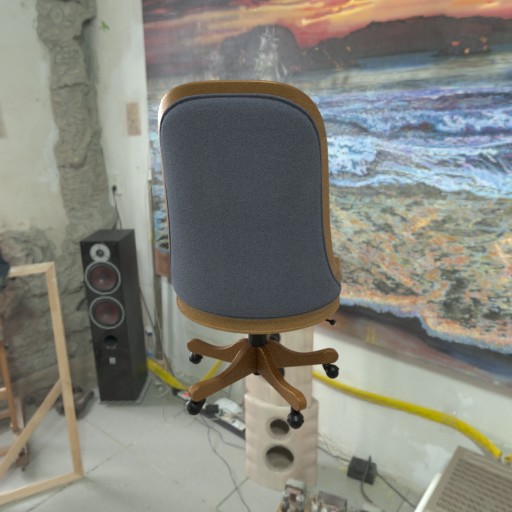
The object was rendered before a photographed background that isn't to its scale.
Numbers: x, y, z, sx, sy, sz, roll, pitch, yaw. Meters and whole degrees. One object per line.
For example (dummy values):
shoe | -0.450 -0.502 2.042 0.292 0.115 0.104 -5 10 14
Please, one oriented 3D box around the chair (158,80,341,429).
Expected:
chair | 0.000 0.000 1.485 0.605 1.031 0.735 2 16 8
